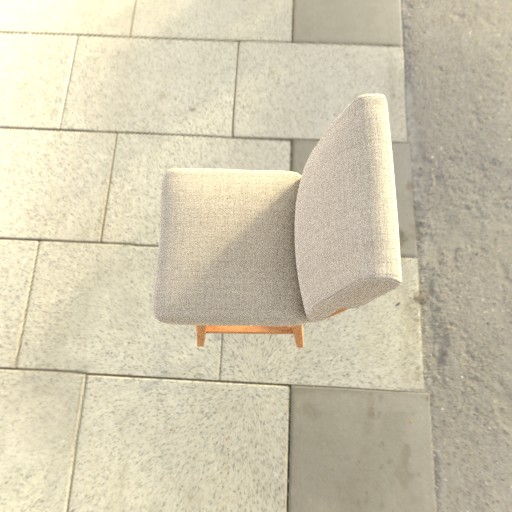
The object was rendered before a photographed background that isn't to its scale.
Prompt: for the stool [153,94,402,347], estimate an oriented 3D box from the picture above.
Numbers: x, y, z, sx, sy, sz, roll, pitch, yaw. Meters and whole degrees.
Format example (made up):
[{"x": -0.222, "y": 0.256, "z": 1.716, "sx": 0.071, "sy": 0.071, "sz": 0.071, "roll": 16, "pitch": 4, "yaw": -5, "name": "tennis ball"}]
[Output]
[{"x": 0.000, "y": 0.000, "z": 1.405, "sx": 0.569, "sy": 1.106, "sz": 0.483, "roll": 1, "pitch": 74, "yaw": 0, "name": "stool"}]
